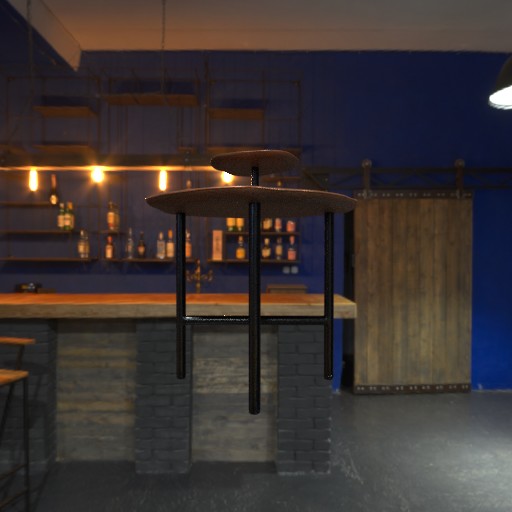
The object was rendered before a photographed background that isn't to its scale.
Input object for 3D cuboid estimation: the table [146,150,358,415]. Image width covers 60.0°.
[{"bbox_3d":[0.000,0.000,1.083,0.442,0.538,0.759,0,1,1],"label":"table"}]
